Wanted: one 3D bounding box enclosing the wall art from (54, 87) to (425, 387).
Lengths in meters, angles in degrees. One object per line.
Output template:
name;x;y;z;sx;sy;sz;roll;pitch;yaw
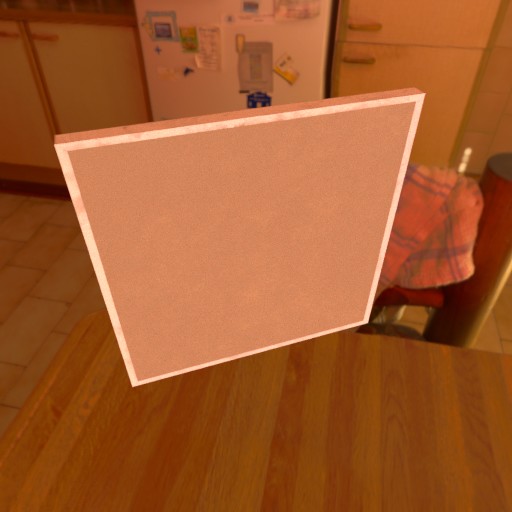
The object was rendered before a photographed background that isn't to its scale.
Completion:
wall art;0.000;0.000;1.130;0.760;0.757;0.038;-12;42;-14
